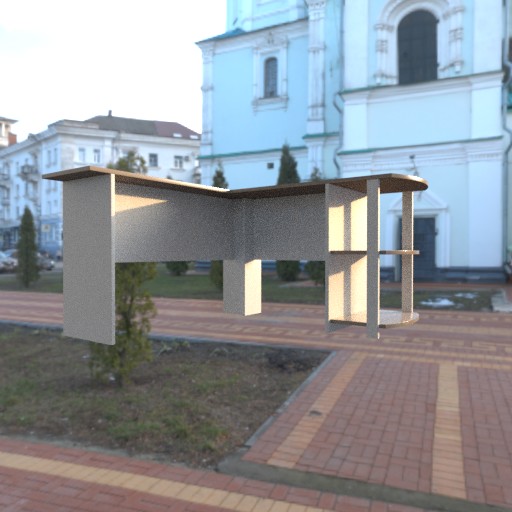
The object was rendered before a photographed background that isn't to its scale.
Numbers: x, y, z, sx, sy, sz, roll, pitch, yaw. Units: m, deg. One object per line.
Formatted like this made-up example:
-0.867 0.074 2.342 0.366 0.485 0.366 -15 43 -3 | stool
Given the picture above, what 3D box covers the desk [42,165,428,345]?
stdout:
0.000 0.000 2.088 1.303 0.716 1.361 0 1 36 | desk
